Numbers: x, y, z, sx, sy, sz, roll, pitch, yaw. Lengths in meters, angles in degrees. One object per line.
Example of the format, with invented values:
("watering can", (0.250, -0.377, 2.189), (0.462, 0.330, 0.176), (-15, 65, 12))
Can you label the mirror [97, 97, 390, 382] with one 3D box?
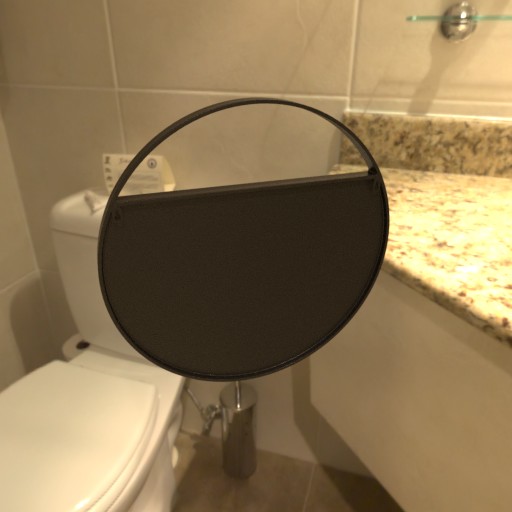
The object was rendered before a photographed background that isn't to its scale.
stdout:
("mirror", (0.000, 0.000, 0.838), (0.565, 0.565, 0.032), (-9, 27, -17))
